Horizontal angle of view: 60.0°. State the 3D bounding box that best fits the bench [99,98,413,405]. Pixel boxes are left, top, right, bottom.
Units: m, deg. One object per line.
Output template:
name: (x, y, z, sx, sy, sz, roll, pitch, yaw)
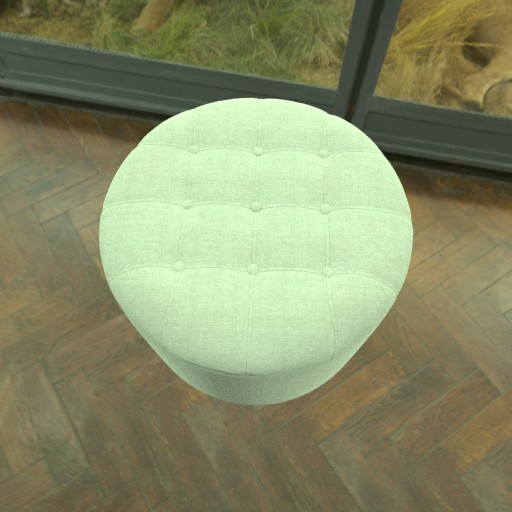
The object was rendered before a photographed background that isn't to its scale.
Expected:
bench: (0.000, 0.000, 1.006, 0.600, 0.453, 0.600, 0, 64, 0)
